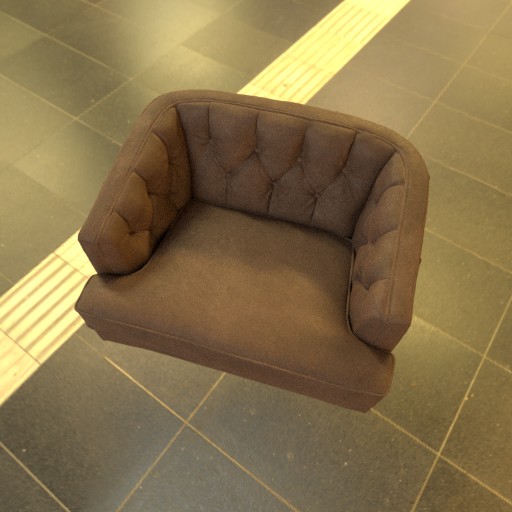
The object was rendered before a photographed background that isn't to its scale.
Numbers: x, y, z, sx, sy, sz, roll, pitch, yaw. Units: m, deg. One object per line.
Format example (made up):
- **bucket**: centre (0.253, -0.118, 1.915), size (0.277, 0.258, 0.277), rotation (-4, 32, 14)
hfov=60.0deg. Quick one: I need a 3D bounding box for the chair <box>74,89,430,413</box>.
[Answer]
- **chair**: centre (0.000, 0.000, 1.717), size (1.118, 0.787, 0.914), rotation (14, 59, 9)
